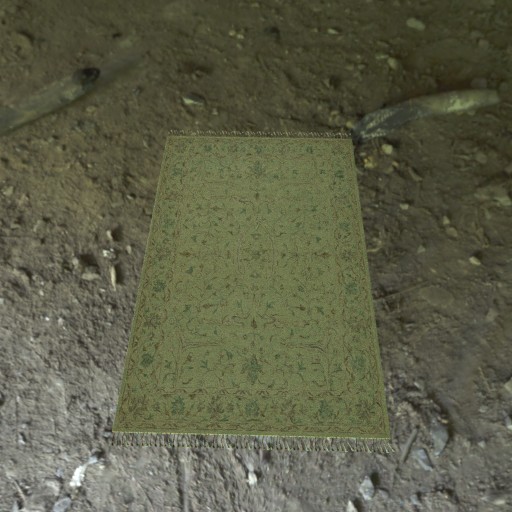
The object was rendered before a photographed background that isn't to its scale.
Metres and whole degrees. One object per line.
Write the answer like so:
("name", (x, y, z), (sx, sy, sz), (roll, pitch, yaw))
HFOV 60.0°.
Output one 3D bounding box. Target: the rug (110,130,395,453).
("rug", (0.000, 0.000, 3.007), (1.544, 0.010, 2.435), (1, 58, 1))
